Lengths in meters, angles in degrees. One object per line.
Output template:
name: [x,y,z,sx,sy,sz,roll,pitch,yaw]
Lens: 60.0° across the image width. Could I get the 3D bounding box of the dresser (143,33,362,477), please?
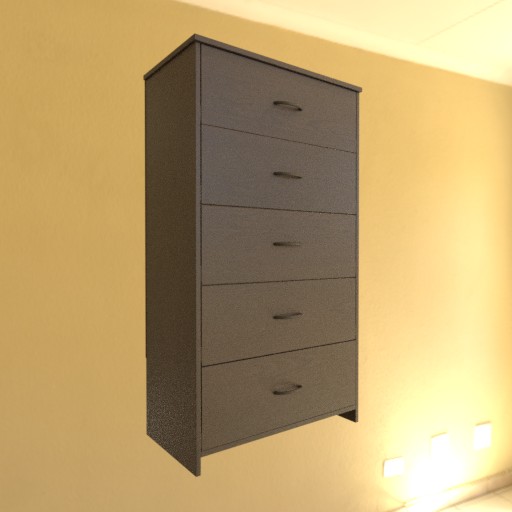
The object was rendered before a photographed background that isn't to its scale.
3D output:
dresser: [0.000,0.000,1.607,0.704,1.254,0.418,-1,1,-36]
